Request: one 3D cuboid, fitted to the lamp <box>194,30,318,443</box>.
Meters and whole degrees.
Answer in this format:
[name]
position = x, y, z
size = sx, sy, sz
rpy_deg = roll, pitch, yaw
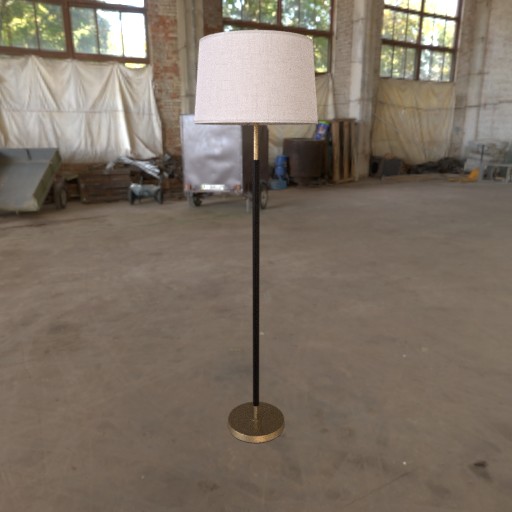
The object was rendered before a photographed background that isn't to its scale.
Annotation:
[lamp]
position = 0.000, 0.000, 1.642
size = 0.420, 1.447, 0.420
rpy_deg = 0, 15, 0
